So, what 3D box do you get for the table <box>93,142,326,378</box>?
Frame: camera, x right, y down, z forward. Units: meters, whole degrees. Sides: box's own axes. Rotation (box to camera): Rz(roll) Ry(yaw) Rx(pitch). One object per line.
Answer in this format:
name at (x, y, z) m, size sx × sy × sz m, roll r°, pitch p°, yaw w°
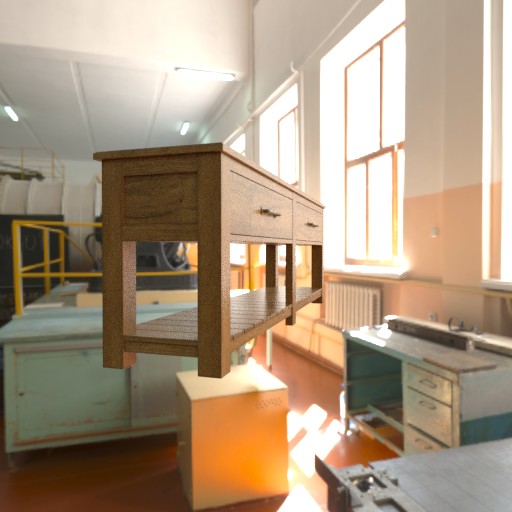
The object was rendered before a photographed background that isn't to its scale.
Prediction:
table at (0.000, 0.000, 2.101) m, size 0.425 × 0.635 × 1.815 m, roll 0°, pitch 1°, yaw 18°
